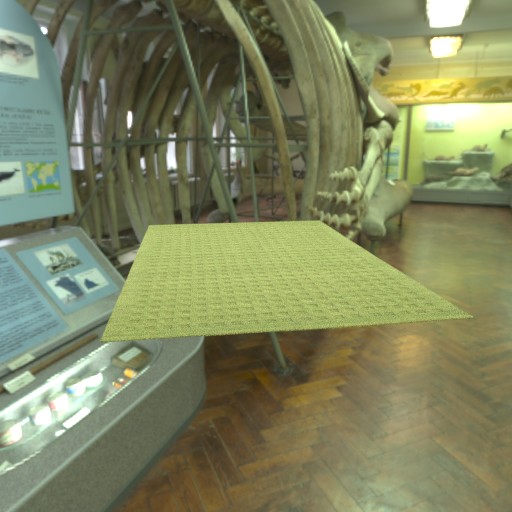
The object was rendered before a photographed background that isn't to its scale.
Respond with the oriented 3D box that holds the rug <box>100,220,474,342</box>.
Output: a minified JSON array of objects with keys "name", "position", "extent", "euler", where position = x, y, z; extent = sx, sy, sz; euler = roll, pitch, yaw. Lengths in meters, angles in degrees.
[{"name":"rug","position":[0.000,0.000,2.856],"extent":[1.529,0.007,2.297],"euler":[-2,15,-8]}]
